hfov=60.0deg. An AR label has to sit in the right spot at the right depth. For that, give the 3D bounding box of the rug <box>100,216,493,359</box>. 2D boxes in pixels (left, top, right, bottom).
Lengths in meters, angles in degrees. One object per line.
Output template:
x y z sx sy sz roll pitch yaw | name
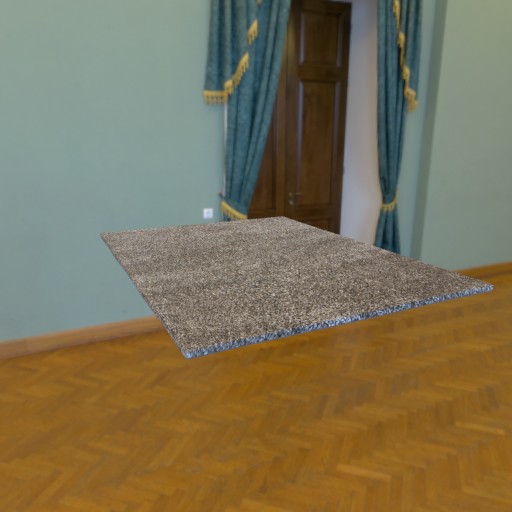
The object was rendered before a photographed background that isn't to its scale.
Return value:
0.000 0.000 2.095 1.198 0.025 1.601 -7 17 -25 | rug
